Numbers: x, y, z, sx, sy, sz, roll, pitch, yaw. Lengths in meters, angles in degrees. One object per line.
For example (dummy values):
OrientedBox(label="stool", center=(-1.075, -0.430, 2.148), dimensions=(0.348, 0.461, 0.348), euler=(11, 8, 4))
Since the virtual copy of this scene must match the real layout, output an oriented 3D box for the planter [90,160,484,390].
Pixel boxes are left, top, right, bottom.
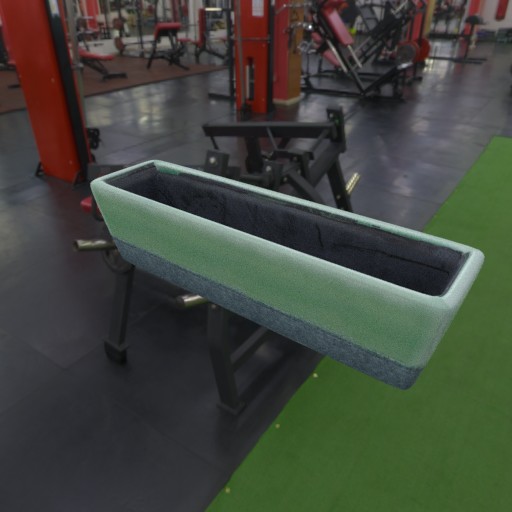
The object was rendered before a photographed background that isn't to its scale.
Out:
OrientedBox(label="planter", center=(0.000, 0.000, 0.314), dimensions=(0.275, 0.072, 0.072), euler=(21, 36, 31))
